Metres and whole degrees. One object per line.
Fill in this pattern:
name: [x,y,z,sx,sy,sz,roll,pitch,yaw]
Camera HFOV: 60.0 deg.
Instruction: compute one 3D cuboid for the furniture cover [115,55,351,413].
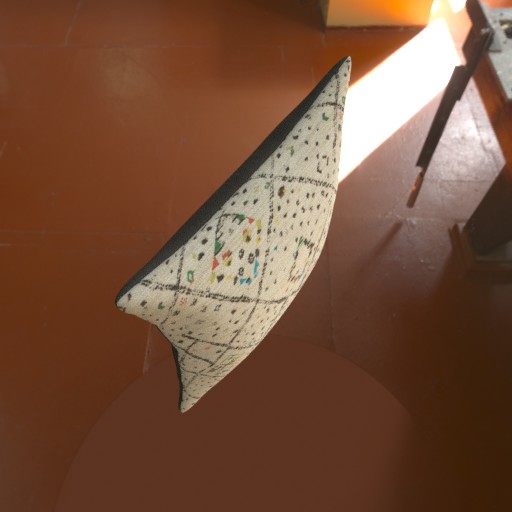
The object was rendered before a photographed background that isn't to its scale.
furniture cover: [0.000,0.000,0.789,0.180,0.498,0.525,31,63,18]
